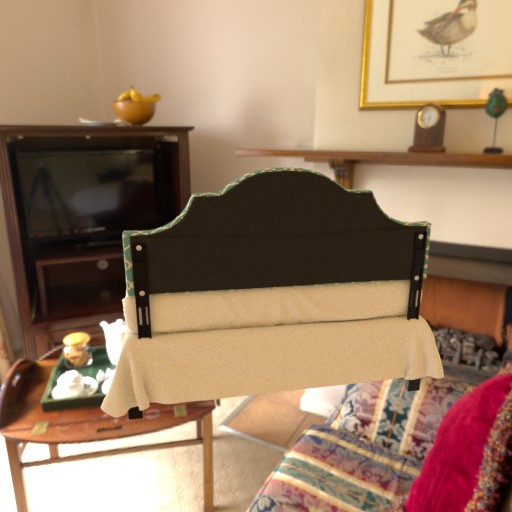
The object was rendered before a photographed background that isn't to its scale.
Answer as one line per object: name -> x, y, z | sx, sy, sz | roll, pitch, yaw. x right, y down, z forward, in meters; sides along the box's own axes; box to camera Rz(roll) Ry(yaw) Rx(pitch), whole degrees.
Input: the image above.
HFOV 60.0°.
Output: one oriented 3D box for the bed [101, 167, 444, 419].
bed -> 0.000, 0.000, 3.769 | 2.314, 1.601, 2.222 | -3, 15, -9
